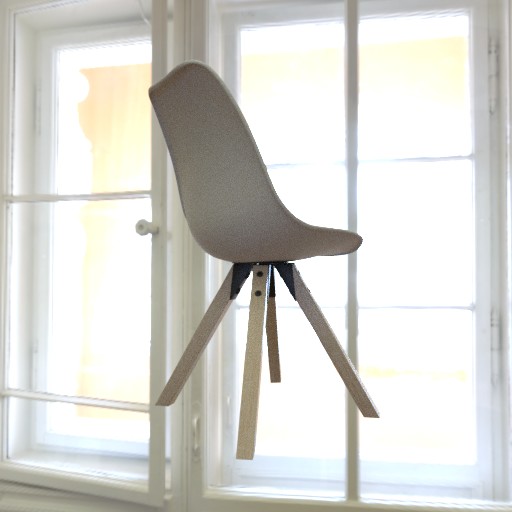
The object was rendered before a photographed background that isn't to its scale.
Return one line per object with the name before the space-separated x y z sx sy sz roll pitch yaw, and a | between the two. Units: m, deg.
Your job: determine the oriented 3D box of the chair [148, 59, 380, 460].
chair | 0.000 0.000 1.199 0.550 0.850 0.485 0 -1 -36
